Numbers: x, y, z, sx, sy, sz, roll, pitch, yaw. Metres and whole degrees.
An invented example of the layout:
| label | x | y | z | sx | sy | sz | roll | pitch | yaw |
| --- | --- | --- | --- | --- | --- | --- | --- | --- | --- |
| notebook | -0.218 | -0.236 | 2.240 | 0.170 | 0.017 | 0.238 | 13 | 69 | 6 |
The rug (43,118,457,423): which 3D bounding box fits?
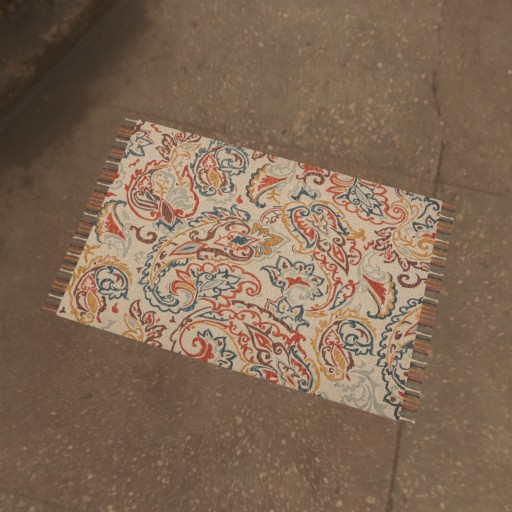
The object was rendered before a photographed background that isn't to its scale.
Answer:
| label | x | y | z | sx | sy | sz | roll | pitch | yaw |
| --- | --- | --- | --- | --- | --- | --- | --- | --- | --- |
| rug | 0.000 | 0.000 | 2.412 | 1.997 | 0.010 | 1.218 | 16 | 75 | 4 |
